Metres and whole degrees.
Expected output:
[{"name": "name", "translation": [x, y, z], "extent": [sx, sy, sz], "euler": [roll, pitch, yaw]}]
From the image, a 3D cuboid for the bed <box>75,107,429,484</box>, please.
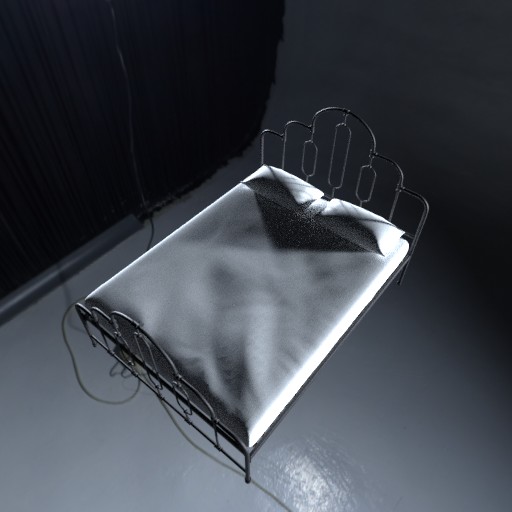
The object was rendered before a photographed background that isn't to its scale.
[{"name": "bed", "translation": [0.000, 0.000, 3.259], "extent": [1.640, 1.429, 2.163], "euler": [31, 54, 25]}]
